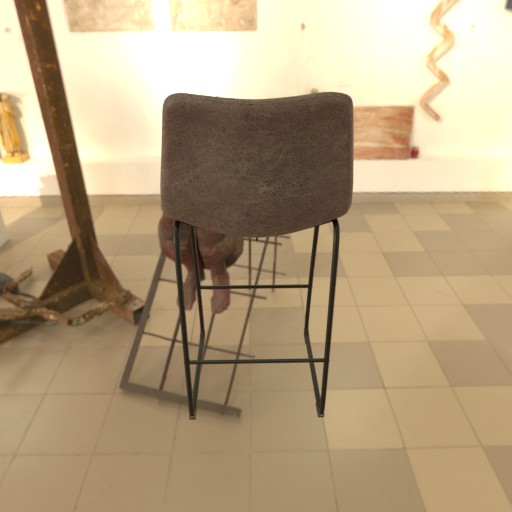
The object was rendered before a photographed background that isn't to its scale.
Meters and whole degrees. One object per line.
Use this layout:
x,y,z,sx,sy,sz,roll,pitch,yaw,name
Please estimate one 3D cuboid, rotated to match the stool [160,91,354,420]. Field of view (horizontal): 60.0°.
0.000,0.000,1.399,0.514,1.082,0.561,-1,31,-1,stool
